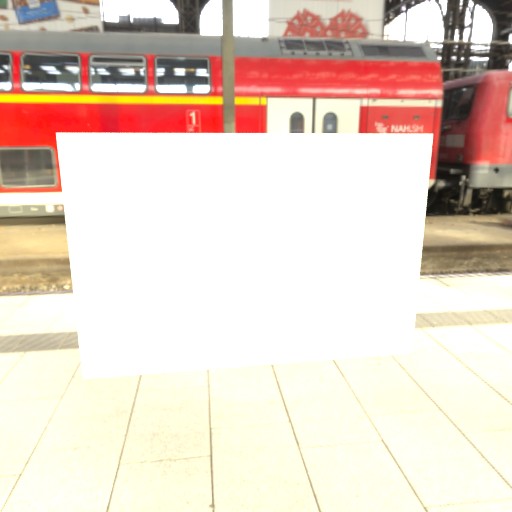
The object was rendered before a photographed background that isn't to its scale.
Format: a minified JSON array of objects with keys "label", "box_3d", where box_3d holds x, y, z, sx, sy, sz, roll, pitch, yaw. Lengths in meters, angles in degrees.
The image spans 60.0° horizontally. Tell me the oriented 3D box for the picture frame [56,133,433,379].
[{"label":"picture frame","box_3d":[0.000,0.000,1.202,0.950,0.640,0.029,-2,15,-9]}]
